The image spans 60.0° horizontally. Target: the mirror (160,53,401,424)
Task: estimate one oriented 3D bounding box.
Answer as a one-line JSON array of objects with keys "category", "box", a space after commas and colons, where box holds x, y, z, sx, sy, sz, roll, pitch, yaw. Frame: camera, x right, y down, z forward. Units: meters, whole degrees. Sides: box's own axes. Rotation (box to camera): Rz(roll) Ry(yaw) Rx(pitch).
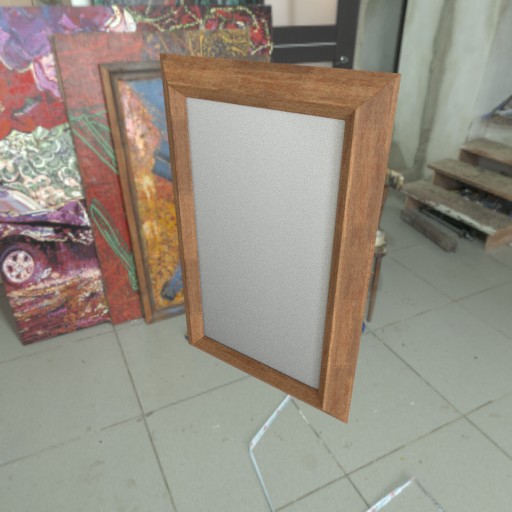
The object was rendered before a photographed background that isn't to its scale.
[{"category": "mirror", "box": [0.000, 0.000, 1.256, 0.651, 1.010, 0.047, 19, 35, 29]}]
